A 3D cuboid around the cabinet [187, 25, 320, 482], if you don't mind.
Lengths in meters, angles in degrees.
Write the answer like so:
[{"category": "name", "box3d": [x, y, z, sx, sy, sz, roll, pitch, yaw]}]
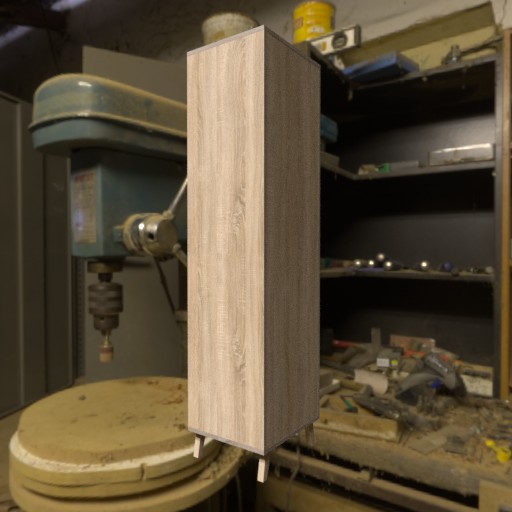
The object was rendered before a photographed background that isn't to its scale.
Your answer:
[{"category": "cabinet", "box3d": [0.000, 0.000, 2.222, 0.450, 1.960, 0.510, 1, 1, 36]}]
